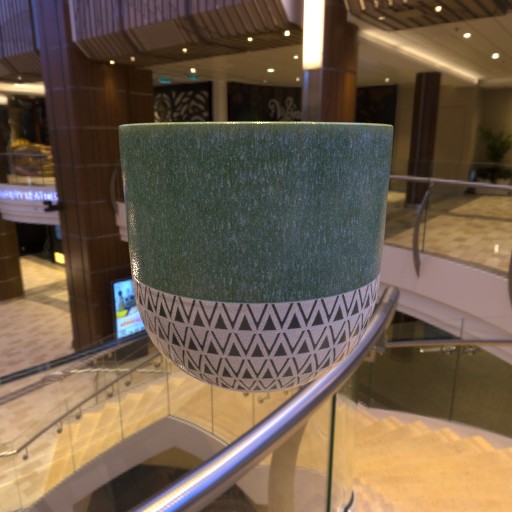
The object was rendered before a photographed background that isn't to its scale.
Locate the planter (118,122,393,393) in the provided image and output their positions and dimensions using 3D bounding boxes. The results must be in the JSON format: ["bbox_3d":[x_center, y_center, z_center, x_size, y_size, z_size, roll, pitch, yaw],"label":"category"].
[{"bbox_3d":[0.000,0.000,0.481,0.266,0.270,0.266,0,15,0],"label":"planter"}]
